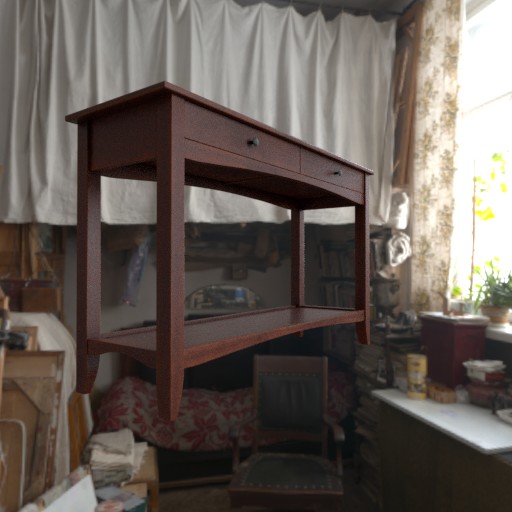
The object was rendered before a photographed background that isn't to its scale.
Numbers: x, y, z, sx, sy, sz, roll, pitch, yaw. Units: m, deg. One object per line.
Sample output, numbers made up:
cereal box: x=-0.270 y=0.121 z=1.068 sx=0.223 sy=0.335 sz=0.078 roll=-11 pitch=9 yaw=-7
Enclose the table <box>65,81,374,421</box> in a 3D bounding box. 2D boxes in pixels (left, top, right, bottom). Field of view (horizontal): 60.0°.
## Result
table: x=0.000 y=0.000 z=1.537 sx=0.392 sy=0.739 sz=1.188 roll=-1 pitch=-1 yaw=36
